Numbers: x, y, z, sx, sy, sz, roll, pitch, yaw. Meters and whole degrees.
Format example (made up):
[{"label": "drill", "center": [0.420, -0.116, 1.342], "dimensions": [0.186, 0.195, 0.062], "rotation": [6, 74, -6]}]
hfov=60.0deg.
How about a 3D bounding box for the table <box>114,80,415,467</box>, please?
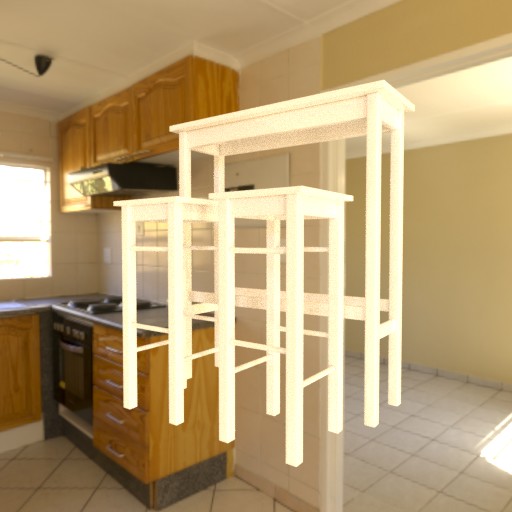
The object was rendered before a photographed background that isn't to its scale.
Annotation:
[{"label": "table", "center": [0.000, 0.000, 1.588], "dimensions": [0.915, 1.065, 0.650], "rotation": [1, 2, 36]}]
